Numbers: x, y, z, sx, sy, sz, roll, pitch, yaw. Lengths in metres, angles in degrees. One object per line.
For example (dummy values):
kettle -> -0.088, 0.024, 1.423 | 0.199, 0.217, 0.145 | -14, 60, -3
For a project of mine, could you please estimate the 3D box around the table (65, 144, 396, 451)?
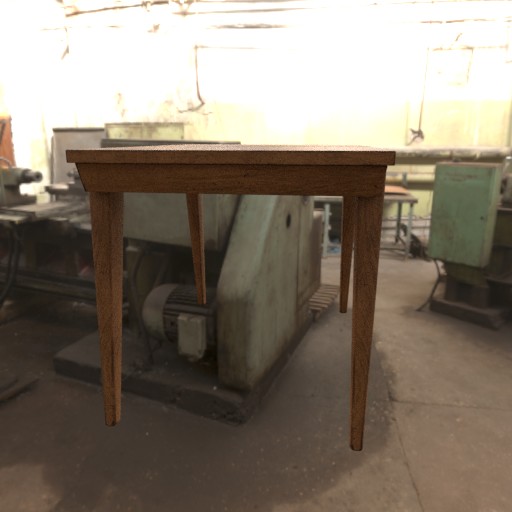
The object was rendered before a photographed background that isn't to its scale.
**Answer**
table -> 0.000, 0.000, 1.583 | 0.757, 0.760, 1.027 | 2, 15, 8
